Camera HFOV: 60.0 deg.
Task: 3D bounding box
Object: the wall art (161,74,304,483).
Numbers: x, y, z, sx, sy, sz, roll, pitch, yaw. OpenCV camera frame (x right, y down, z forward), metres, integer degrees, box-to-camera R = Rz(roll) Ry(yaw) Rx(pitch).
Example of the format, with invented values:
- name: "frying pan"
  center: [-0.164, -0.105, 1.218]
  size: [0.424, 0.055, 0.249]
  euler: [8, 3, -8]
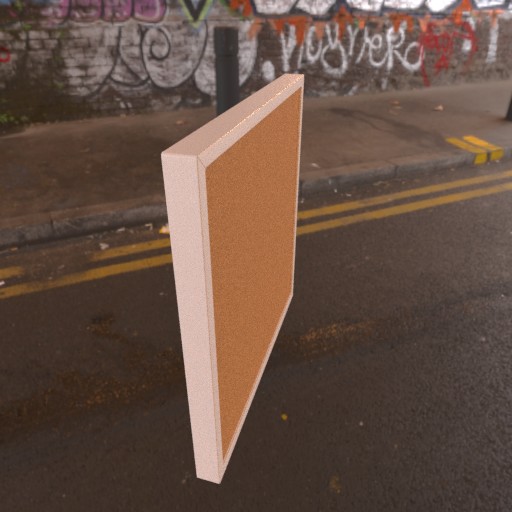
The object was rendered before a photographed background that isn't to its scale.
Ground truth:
- name: "wall art"
  center: [0.000, 0.000, 0.753]
  size: [0.038, 0.508, 0.508]
  euler: [9, 32, 14]
